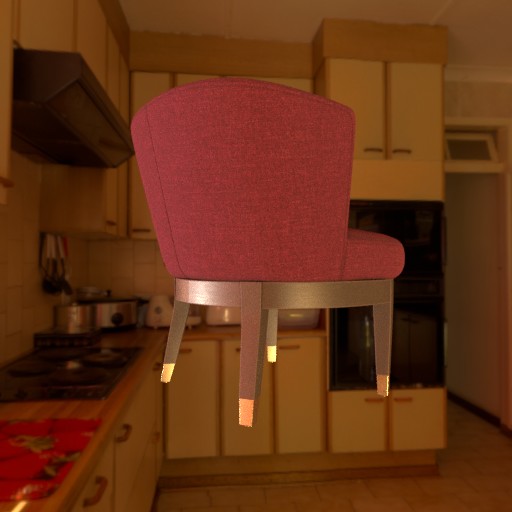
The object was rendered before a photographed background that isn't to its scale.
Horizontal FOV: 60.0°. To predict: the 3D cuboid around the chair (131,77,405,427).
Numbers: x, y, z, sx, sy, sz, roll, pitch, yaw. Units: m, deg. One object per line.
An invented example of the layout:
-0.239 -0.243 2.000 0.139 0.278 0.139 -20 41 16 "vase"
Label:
0.000 0.000 1.271 0.660 0.760 0.700 1 -1 -35 "chair"
